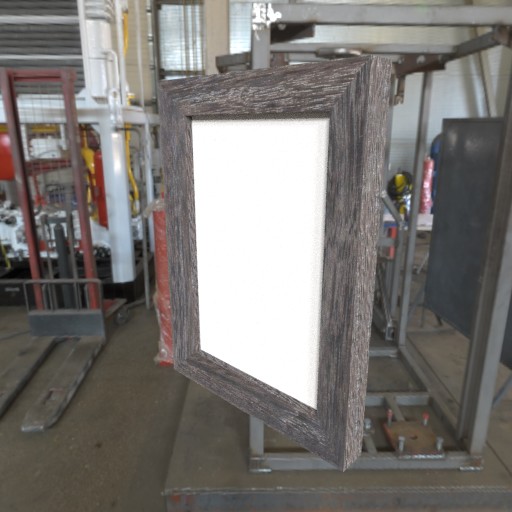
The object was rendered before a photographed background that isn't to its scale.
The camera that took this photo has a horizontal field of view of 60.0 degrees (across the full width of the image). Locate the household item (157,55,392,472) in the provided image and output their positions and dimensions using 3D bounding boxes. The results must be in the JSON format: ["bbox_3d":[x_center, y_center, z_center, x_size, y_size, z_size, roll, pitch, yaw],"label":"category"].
[{"bbox_3d":[0.000,0.000,0.234,0.133,0.180,0.020,15,22,42],"label":"household item"}]
